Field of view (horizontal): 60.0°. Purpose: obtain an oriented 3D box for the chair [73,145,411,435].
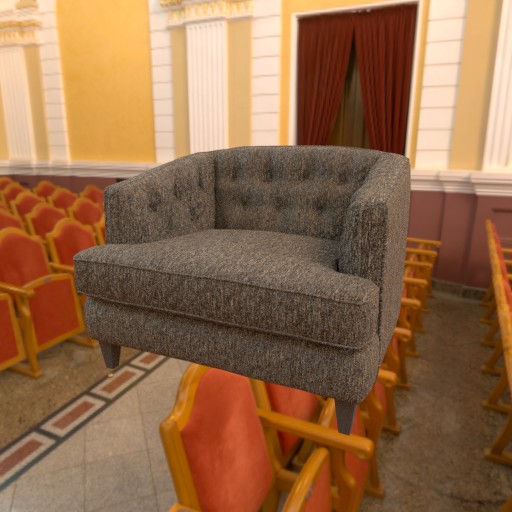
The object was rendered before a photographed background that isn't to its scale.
[{"bbox_3d":[0.000,0.000,1.778,1.104,0.852,0.941,7,16,25],"label":"chair"}]
